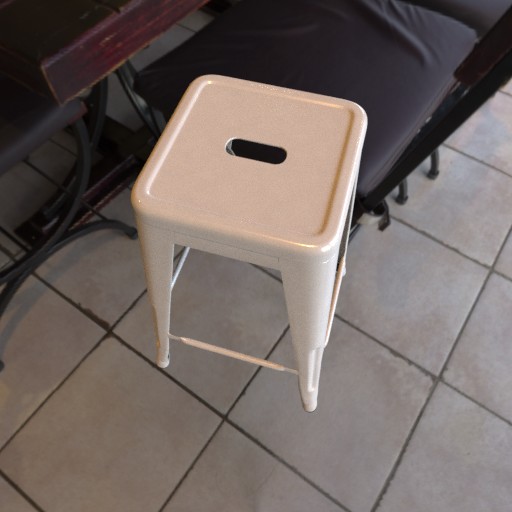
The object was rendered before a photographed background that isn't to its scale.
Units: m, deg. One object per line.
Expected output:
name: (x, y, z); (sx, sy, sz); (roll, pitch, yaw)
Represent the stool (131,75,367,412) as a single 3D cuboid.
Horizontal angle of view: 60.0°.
stool: (0.000, 0.000, 0.904); (0.406, 0.610, 0.406); (14, 60, 8)
